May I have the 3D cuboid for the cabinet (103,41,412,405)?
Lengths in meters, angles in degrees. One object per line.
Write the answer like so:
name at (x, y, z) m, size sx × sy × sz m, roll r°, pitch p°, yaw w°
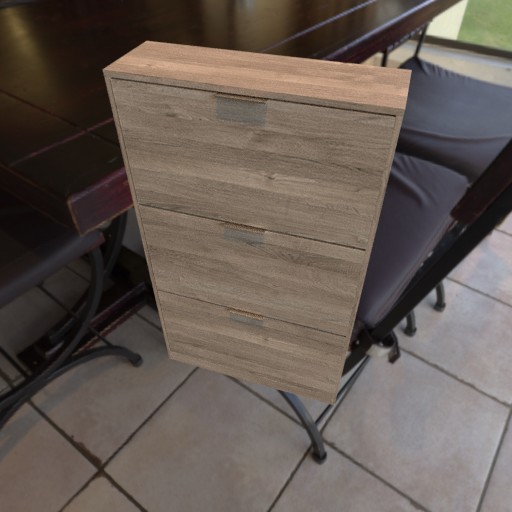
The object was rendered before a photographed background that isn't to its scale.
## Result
cabinet at (0.000, 0.000, 1.558) m, size 0.750 × 1.280 × 0.250 m, roll 12°, pitch 44°, yaw 13°
